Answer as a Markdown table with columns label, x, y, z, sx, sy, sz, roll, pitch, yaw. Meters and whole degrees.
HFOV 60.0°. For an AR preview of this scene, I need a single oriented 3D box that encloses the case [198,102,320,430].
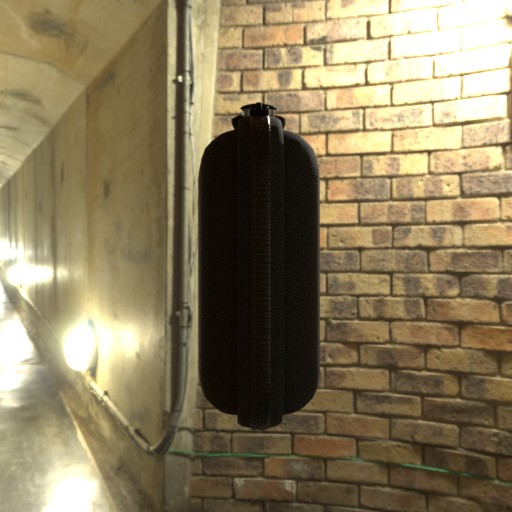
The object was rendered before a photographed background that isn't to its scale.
| label | x | y | z | sx | sy | sz | roll | pitch | yaw |
| --- | --- | --- | --- | --- | --- | --- | --- | --- | --- |
| case | 0.000 | 0.000 | 0.183 | 0.038 | 0.105 | 0.132 | 0 | 0 | -1 |
